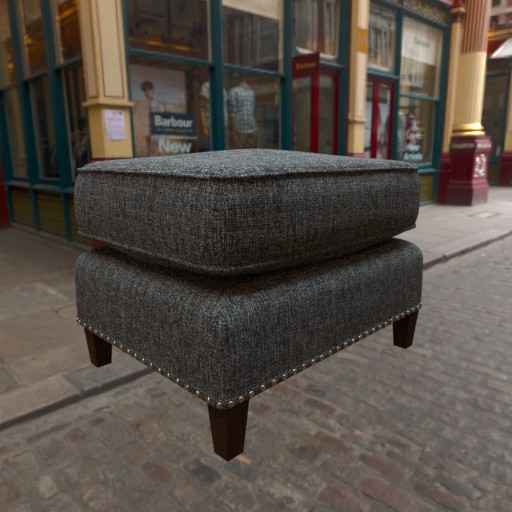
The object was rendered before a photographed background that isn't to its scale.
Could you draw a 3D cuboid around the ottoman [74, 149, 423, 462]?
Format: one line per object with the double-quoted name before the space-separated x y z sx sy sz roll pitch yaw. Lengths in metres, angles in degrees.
"ottoman" 0.000 0.000 1.140 0.738 0.537 0.589 -13 18 -43
